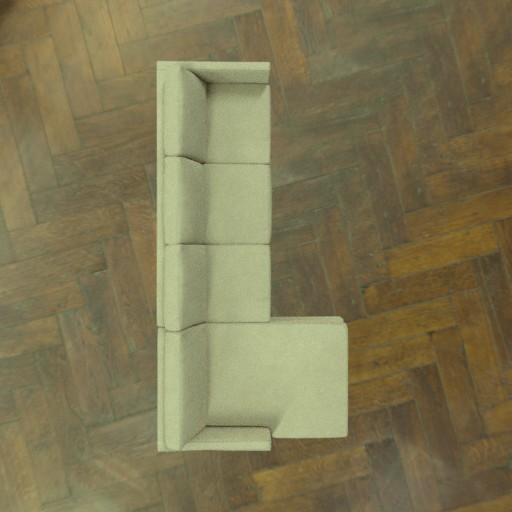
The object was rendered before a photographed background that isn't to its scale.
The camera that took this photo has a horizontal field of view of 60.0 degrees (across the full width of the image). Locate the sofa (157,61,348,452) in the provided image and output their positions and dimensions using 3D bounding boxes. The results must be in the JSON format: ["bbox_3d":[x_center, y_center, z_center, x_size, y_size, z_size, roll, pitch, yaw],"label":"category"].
[{"bbox_3d":[0.000,0.000,3.847,1.625,0.846,3.186,0,90,-1],"label":"sofa"}]
